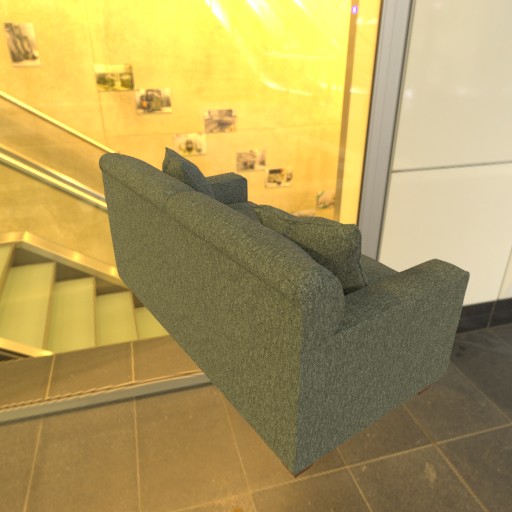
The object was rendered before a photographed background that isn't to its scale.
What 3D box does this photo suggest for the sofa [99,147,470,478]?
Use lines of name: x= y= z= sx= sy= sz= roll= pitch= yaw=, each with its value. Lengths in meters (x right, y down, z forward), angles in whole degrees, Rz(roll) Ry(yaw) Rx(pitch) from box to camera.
sofa: x=0.000 y=0.000 z=2.361 sx=0.998 sy=0.958 sz=1.846 roll=-18 pitch=32 yaw=-31
